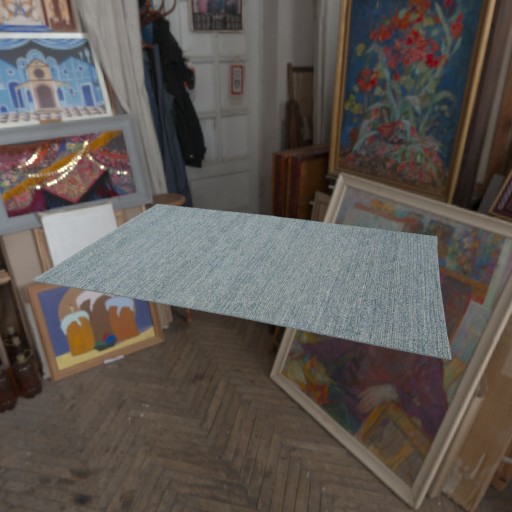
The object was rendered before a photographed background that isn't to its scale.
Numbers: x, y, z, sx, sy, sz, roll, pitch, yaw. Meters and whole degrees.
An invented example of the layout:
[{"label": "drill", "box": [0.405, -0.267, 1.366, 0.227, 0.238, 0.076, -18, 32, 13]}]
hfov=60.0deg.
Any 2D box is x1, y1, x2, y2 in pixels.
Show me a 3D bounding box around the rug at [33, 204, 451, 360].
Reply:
[{"label": "rug", "box": [0.000, 0.000, 2.338, 1.853, 0.022, 1.174, 8, 27, 17]}]
